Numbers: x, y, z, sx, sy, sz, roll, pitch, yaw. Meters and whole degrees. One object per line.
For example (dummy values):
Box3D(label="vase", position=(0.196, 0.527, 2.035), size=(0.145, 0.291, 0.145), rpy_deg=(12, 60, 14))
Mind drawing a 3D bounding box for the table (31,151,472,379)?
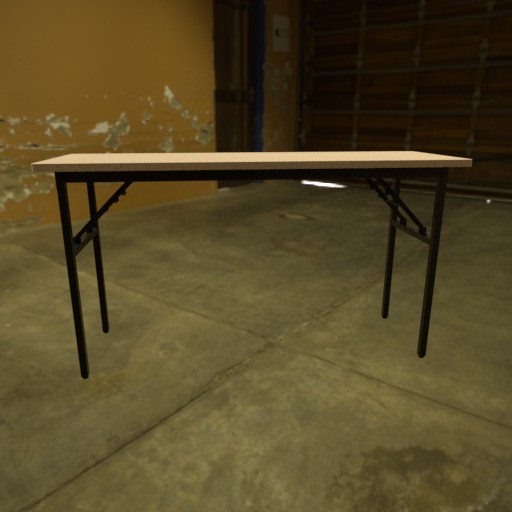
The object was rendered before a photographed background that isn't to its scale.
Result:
Box3D(label="table", position=(0.000, 0.000, 1.706), size=(1.397, 0.750, 0.447), rpy_deg=(-2, 17, -6))
